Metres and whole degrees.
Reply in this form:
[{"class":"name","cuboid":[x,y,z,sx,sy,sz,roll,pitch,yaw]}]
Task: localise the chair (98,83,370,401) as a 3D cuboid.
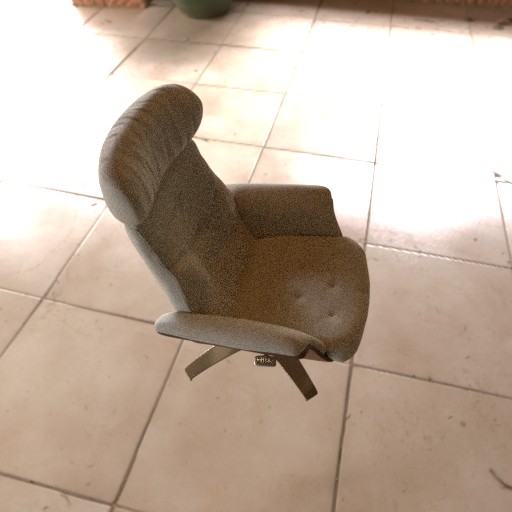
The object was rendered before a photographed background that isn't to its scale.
[{"class":"chair","cuboid":[0.000,0.000,1.552,0.837,0.995,0.785,10,48,9]}]
